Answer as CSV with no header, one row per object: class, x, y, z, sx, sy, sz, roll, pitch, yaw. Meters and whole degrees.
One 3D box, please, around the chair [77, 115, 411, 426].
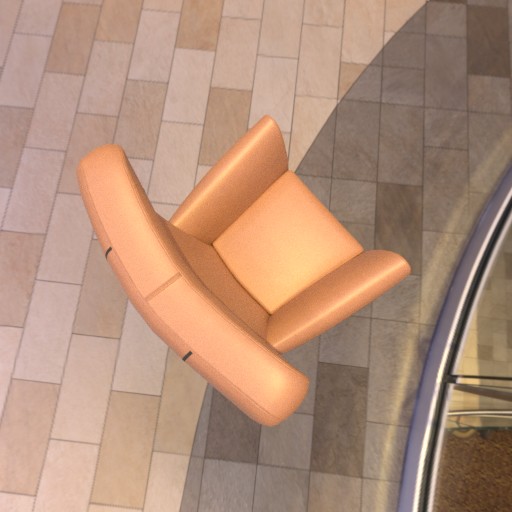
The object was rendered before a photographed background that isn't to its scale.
chair,0.000,0.000,1.772,0.900,1.050,0.980,-39,79,-9
